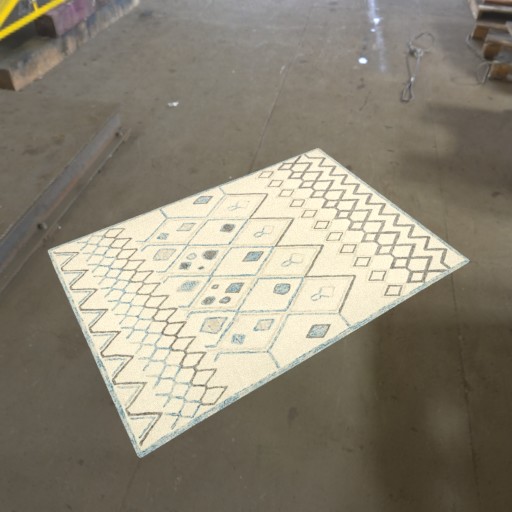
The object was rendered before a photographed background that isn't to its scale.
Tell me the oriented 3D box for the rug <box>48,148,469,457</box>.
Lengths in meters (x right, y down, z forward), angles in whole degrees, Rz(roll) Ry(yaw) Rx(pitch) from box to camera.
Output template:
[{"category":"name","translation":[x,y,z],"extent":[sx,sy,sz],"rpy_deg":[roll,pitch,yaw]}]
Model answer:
[{"category":"rug","translation":[0.000,0.000,2.317],"extent":[1.820,0.009,1.260],"rpy_deg":[-25,51,-22]}]
